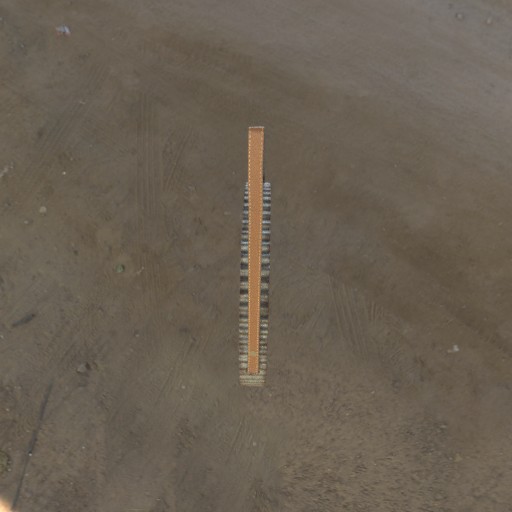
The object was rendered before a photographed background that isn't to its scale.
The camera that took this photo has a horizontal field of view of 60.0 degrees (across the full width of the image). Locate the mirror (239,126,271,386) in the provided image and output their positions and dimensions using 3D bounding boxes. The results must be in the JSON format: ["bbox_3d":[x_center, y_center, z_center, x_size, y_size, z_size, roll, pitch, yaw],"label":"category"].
[{"bbox_3d":[0.000,0.000,0.700,0.042,0.568,0.355,1,63,1],"label":"mirror"}]
